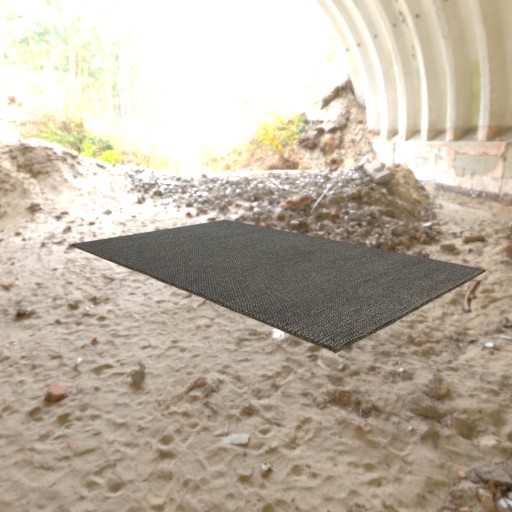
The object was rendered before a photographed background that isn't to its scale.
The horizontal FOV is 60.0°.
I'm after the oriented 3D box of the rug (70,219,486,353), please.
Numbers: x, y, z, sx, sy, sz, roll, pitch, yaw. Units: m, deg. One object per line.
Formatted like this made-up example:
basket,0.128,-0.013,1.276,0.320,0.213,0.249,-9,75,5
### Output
rug,0.000,0.000,3.009,1.538,0.021,2.443,-14,20,-42
